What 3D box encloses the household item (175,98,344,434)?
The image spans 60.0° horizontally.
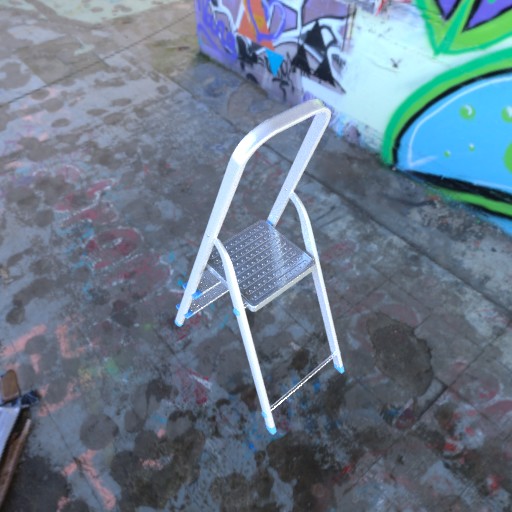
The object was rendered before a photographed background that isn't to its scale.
[{"bbox_3d":[0.000,0.000,1.528,0.420,1.215,0.687,-33,57,-25],"label":"household item"}]
